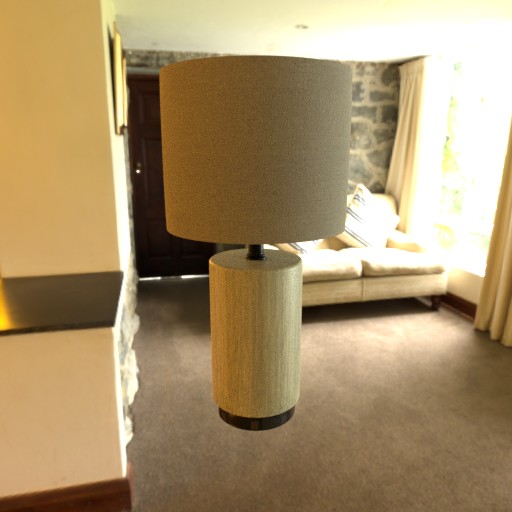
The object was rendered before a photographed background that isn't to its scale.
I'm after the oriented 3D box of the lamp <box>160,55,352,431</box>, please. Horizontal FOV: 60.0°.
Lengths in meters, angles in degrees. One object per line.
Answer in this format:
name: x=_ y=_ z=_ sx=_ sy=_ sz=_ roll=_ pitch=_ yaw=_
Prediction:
lamp: x=0.000 y=0.000 z=0.581 sx=0.228 sy=0.444 sz=0.228 roll=7 pitch=15 yaw=26
